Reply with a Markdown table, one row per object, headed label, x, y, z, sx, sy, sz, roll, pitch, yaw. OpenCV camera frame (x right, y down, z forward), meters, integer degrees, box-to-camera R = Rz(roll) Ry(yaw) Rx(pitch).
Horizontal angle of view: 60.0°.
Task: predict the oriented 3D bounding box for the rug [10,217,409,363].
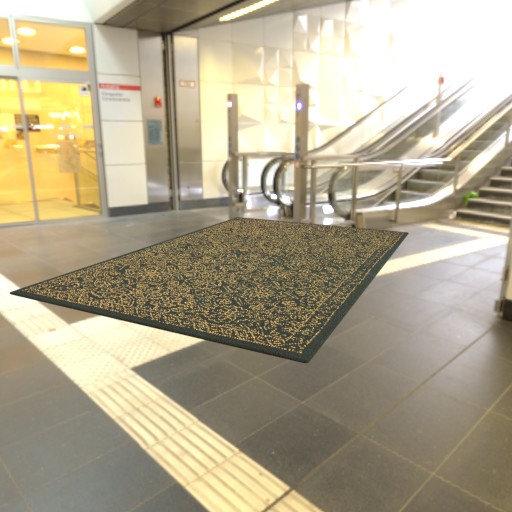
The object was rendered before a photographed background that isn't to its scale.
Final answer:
| label | x | y | z | sx | sy | sz | roll | pitch | yaw |
| --- | --- | --- | --- | --- | --- | --- | --- | --- | --- |
| rug | 0.000 | 0.000 | 2.233 | 1.219 | 0.010 | 1.829 | 7 | 17 | 25 |
